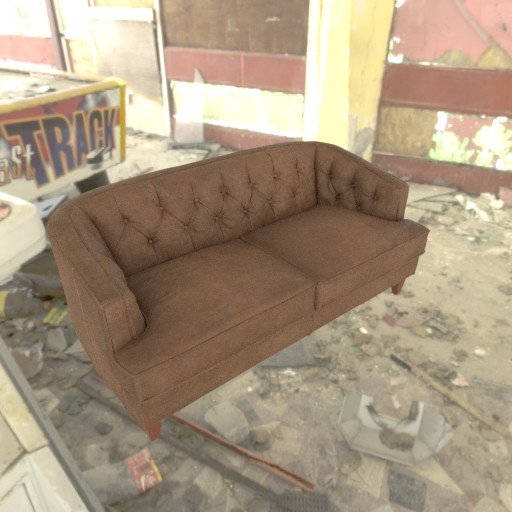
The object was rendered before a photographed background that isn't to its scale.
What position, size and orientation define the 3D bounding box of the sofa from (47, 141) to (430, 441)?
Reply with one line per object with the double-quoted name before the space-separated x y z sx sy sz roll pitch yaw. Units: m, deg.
"sofa" 0.000 0.000 2.248 1.767 0.799 0.917 -22 37 -33
